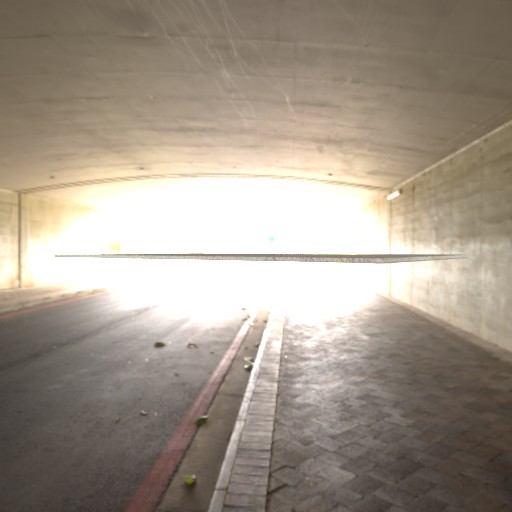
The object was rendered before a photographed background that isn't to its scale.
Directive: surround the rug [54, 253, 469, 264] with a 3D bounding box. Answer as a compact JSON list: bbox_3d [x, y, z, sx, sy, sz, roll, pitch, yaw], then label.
[{"bbox_3d":[0.000,0.000,3.431,2.698,0.025,1.798,1,1,37],"label":"rug"}]
